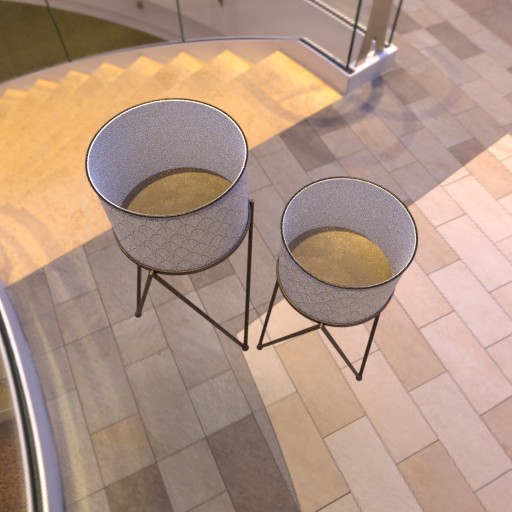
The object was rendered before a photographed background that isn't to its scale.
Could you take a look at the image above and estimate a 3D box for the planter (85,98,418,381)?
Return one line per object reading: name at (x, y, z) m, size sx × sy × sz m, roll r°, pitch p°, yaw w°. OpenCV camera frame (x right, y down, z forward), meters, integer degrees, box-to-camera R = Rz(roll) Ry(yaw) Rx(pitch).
planter at (0.000, 0.000, 1.194) m, size 0.769 × 0.712 × 0.413 m, roll 15°, pitch 60°, yaw 9°
